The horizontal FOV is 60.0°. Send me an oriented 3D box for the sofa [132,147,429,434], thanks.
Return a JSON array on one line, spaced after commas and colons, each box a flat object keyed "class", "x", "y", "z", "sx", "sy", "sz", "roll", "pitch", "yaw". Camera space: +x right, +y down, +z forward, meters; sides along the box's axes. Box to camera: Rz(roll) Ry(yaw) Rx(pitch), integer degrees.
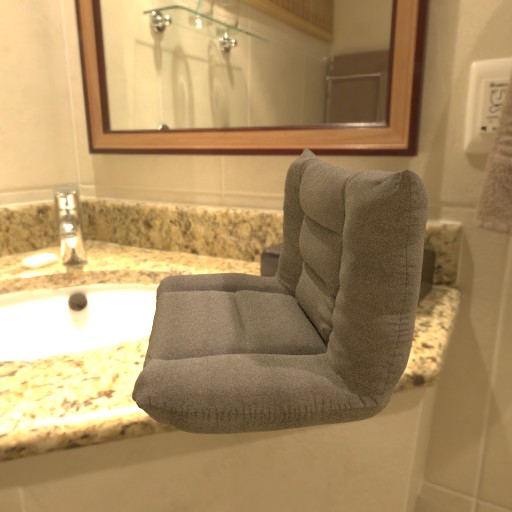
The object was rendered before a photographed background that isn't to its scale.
[{"class": "sofa", "x": 0.000, "y": 0.000, "z": 1.696, "sx": 0.847, "sy": 0.795, "sz": 1.144, "roll": -2, "pitch": 14, "yaw": -8}]
